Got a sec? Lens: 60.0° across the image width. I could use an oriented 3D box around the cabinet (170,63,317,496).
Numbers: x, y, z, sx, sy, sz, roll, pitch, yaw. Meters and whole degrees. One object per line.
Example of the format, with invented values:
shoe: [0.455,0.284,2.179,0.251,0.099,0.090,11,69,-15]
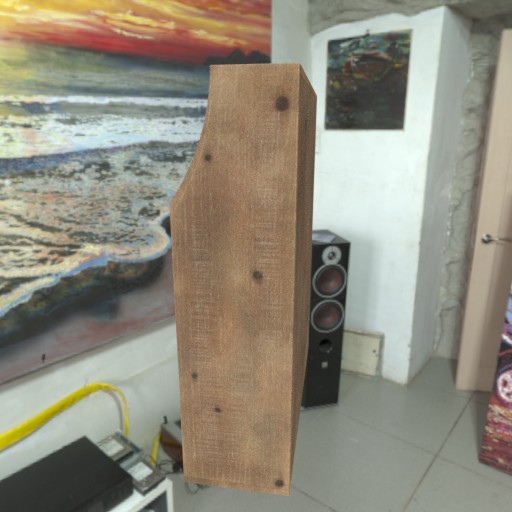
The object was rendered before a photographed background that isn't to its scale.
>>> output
cabinet: [0.000,0.000,0.819,0.184,0.590,0.489,3,16,9]
